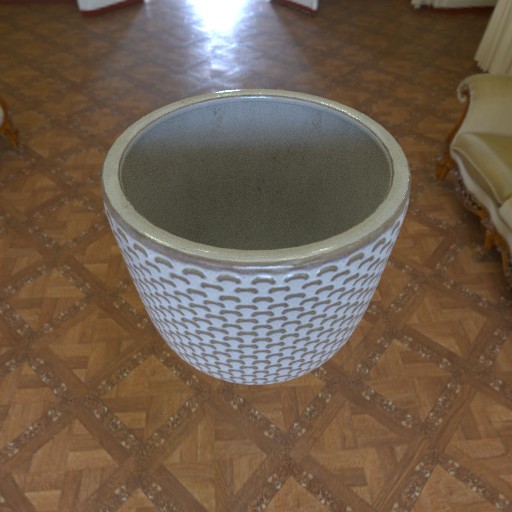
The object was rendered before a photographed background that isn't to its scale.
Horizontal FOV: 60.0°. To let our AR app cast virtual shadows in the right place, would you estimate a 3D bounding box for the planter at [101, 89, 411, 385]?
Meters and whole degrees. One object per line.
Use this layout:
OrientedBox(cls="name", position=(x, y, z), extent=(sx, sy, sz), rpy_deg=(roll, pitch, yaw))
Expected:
OrientedBox(cls="planter", position=(0.000, 0.000, 0.246), extent=(0.139, 0.130, 0.139), rpy_deg=(0, 45, 0))
